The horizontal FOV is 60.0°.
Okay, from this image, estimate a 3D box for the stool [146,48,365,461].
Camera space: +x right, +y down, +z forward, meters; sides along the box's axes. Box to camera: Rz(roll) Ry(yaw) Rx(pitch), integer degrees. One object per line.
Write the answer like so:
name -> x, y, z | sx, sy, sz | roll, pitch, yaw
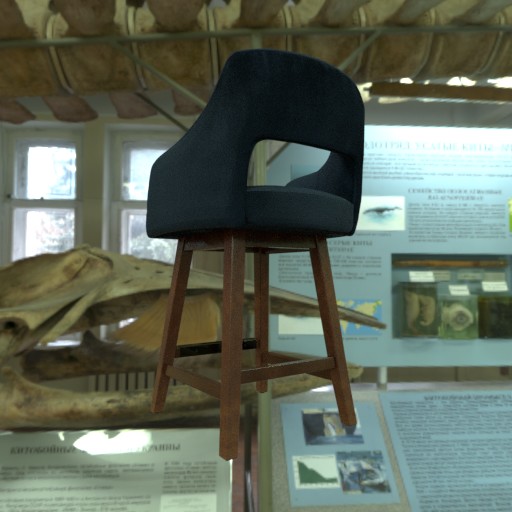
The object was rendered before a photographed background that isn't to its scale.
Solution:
stool -> 0.000, 0.000, 1.275 | 0.550, 0.940, 0.560 | 2, -3, -35
